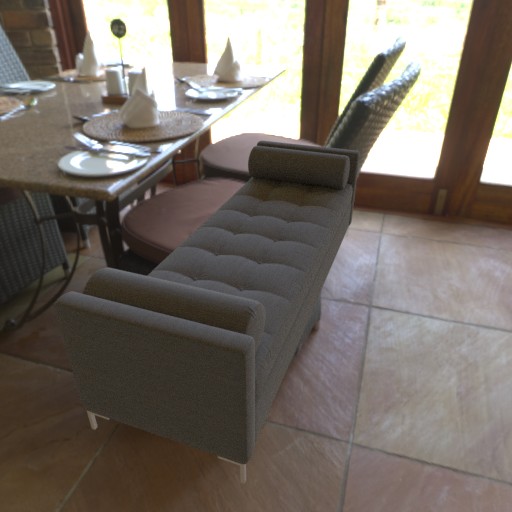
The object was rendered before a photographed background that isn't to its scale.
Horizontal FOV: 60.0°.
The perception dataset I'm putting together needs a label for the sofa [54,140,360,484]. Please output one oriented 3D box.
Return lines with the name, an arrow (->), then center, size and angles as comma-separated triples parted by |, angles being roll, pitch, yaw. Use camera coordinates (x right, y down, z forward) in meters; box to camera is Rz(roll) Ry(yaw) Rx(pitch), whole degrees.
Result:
sofa -> 0.000, 0.000, 2.285 | 0.686, 0.635, 1.981 | 11, 32, 18
